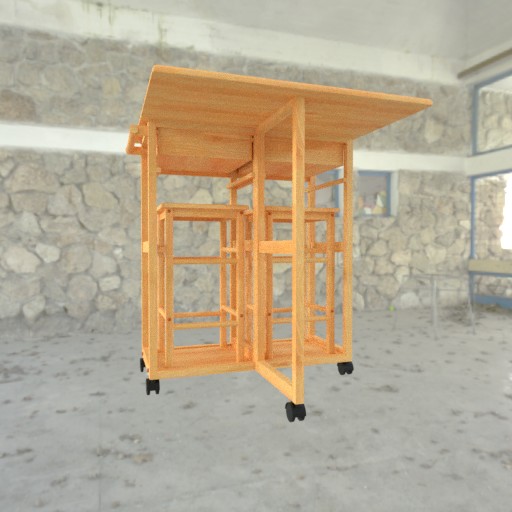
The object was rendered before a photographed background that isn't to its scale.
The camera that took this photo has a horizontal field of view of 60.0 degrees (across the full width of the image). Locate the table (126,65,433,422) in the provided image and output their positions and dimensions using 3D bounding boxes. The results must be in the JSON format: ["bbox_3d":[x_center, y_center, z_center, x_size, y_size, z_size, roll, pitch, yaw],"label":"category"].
[{"bbox_3d":[0.000,0.000,1.381,0.752,0.832,0.693,0,1,-18],"label":"table"}]
